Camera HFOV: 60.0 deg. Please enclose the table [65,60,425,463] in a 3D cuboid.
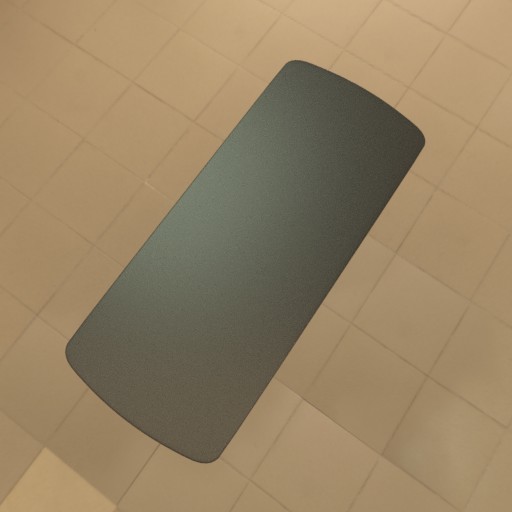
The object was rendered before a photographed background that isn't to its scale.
[{"bbox_3d":[0.000,0.000,1.638,0.571,0.457,1.333,34,78,8],"label":"table"}]
